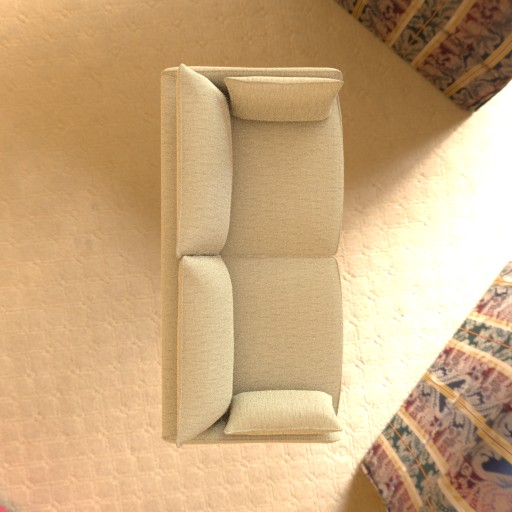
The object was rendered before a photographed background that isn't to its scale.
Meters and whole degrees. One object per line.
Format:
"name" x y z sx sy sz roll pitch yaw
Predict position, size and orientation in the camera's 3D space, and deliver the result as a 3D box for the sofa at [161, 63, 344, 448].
"sofa" 0.000 0.000 2.481 0.991 0.860 1.989 0 91 0
